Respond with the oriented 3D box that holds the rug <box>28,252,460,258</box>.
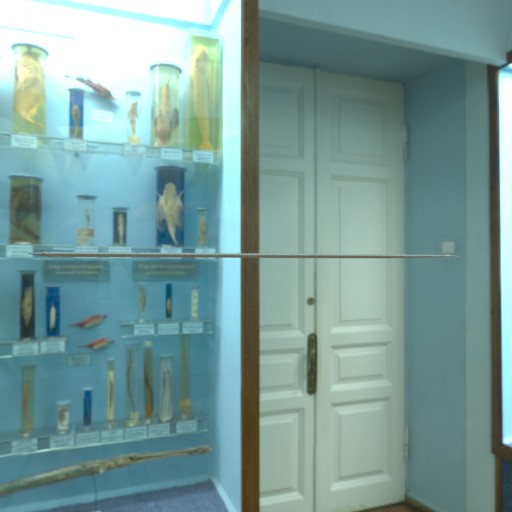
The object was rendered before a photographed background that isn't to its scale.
[{"bbox_3d":[0.000,0.000,2.778,2.480,0.013,0.786,0,-1,-18],"label":"rug"}]
